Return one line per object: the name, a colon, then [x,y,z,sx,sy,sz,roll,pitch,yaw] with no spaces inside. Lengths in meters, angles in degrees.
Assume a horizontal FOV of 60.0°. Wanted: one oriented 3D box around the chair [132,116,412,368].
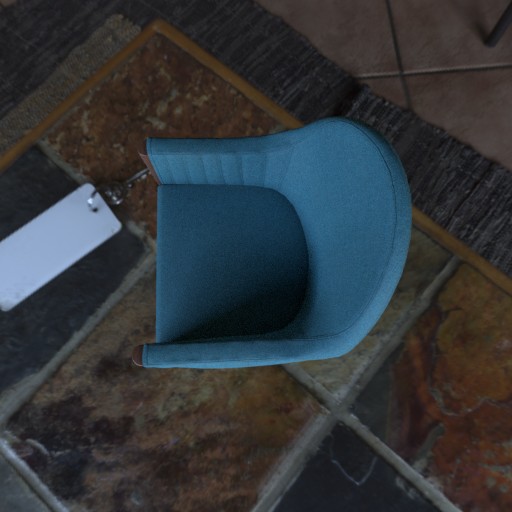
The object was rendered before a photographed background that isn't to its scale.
chair: [0.000,0.000,1.354,0.652,0.907,0.656,-3,75,-1]
